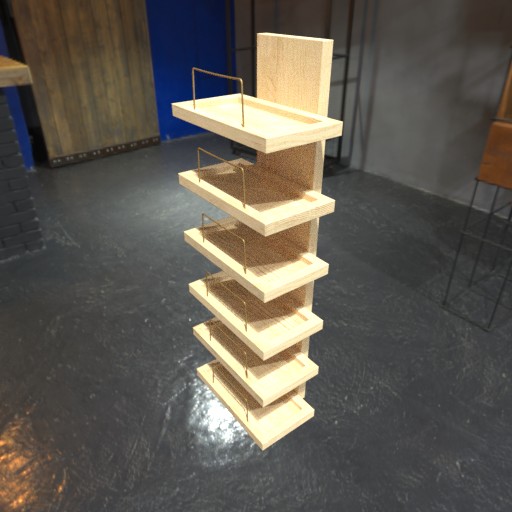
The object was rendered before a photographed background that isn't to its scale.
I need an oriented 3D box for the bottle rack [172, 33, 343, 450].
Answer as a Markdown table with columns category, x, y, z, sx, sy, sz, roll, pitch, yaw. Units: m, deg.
| category | x | y | z | sx | sy | sz | roll | pitch | yaw |
| --- | --- | --- | --- | --- | --- | --- | --- | --- | --- |
| bottle rack | 0.000 | 0.000 | 1.069 | 0.206 | 0.943 | 0.330 | -21 | 37 | -31 |
